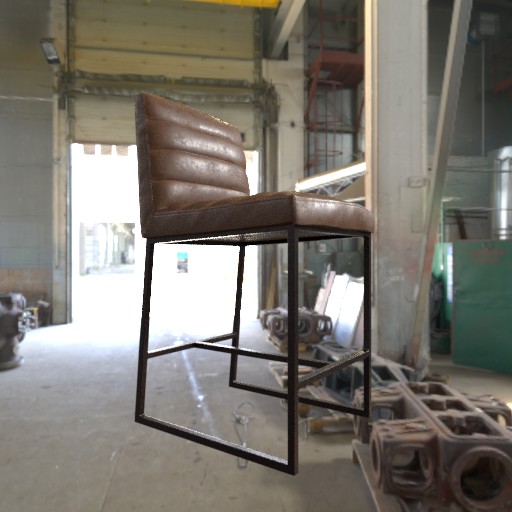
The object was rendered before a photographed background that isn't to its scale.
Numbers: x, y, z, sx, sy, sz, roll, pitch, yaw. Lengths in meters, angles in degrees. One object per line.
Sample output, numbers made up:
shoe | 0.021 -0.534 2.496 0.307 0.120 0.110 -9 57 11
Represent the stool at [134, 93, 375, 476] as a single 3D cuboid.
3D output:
stool | 0.000 0.000 1.278 0.562 0.942 0.463 0 0 36
